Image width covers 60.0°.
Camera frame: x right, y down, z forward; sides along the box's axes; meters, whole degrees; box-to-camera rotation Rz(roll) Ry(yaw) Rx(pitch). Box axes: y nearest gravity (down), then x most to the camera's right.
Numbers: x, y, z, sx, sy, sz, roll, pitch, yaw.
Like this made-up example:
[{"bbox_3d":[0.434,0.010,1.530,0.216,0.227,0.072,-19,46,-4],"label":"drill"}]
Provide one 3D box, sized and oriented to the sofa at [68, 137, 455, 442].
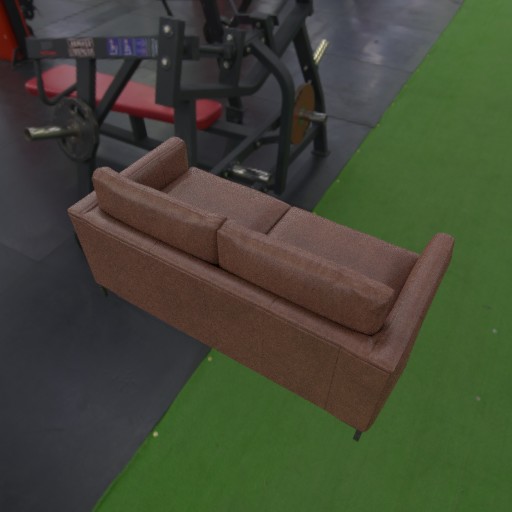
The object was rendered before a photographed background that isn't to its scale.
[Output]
[{"bbox_3d":[0.000,0.000,2.379,1.797,0.883,0.899,24,50,21],"label":"sofa"}]
